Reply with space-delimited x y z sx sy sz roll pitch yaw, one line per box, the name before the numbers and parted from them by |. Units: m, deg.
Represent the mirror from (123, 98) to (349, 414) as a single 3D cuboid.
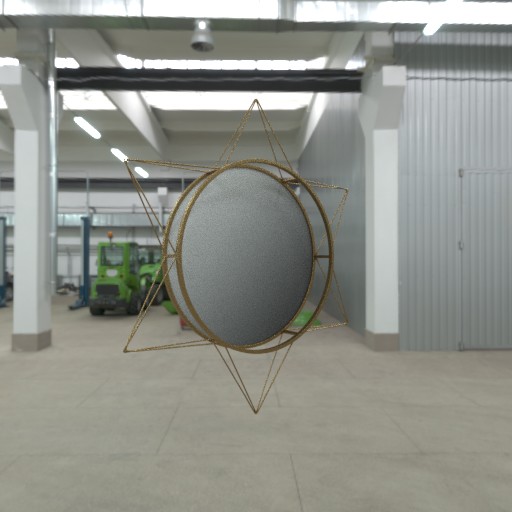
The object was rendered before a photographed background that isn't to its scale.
mirror | 0.000 0.000 0.816 0.498 0.581 0.062 0 0 -36
